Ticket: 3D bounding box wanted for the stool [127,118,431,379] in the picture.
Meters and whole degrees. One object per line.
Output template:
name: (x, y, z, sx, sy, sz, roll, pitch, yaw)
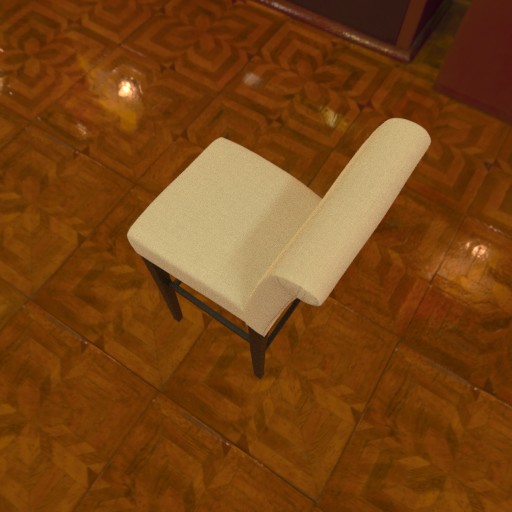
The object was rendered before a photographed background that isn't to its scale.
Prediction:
stool: (0.000, 0.000, 1.400, 0.597, 1.124, 0.452, 32, 69, 14)
